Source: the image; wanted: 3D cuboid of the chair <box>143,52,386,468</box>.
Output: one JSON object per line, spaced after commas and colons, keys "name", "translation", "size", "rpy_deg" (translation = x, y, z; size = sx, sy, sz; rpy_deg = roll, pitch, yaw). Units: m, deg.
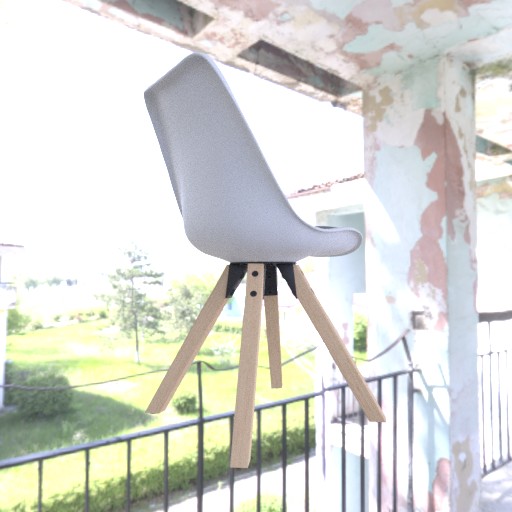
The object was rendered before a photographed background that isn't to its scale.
{"name": "chair", "translation": [0.000, 0.000, 1.170], "size": [0.550, 0.850, 0.485], "rpy_deg": [1, -2, -37]}
